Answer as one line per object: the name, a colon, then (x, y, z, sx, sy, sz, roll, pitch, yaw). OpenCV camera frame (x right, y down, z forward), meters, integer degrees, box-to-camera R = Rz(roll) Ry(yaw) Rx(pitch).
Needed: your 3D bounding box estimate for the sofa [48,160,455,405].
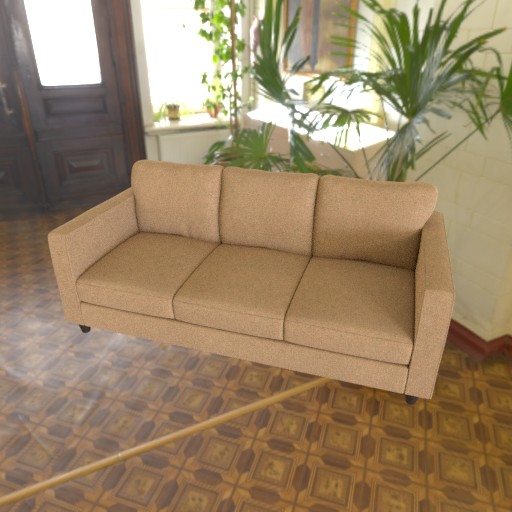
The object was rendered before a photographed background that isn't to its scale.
sofa: (0.000, 0.000, 2.363, 1.855, 0.800, 0.930, 8, 28, 16)
